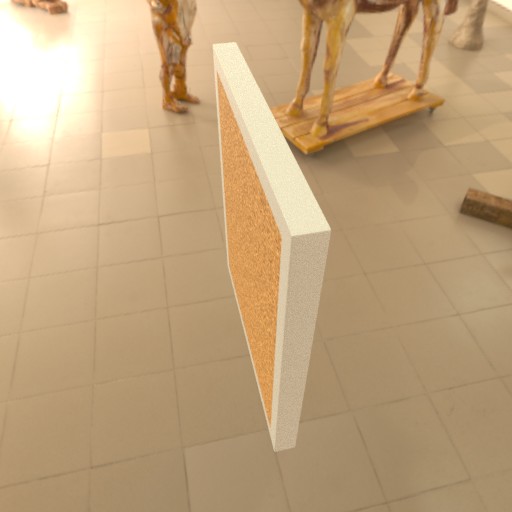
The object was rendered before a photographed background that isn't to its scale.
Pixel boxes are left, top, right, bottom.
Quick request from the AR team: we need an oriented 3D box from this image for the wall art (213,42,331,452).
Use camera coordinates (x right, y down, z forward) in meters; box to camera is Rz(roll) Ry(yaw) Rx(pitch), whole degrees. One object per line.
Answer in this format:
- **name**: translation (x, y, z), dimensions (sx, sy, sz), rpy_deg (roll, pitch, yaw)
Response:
- **wall art**: translation (0.000, 0.000, 0.541), dimensions (0.028, 0.381, 0.331), rpy_deg (-9, 47, -9)
